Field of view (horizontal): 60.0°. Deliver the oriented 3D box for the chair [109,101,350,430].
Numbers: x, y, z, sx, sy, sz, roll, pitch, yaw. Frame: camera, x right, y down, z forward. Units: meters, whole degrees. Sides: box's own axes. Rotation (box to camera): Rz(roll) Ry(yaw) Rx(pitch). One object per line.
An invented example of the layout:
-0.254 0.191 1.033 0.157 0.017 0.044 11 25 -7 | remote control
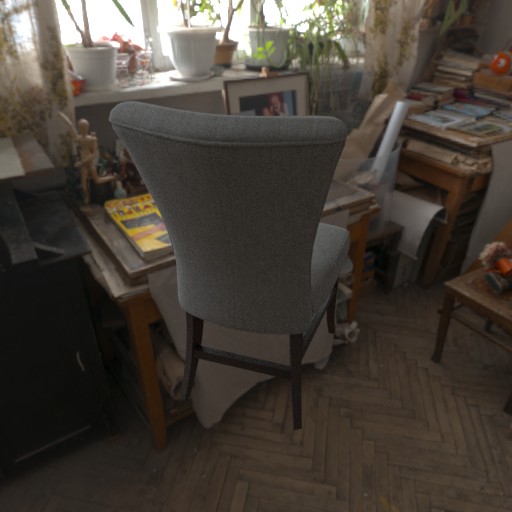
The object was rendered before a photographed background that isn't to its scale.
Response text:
0.000 0.000 1.365 0.520 0.991 0.660 9 33 15 | chair
